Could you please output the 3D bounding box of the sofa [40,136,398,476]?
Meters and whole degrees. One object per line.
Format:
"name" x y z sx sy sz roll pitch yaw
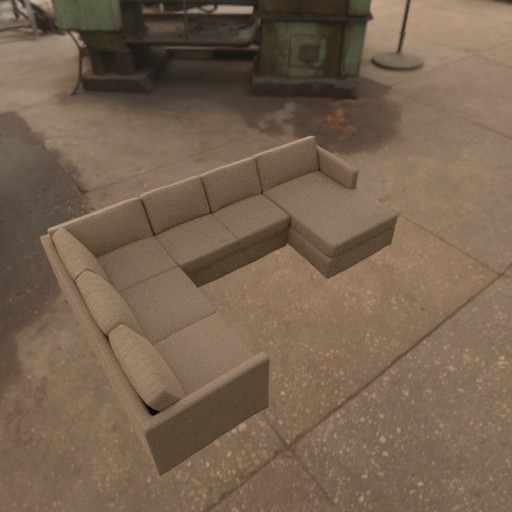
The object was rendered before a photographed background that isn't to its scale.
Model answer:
"sofa" 0.000 0.000 4.471 3.460 0.882 2.427 -25 48 -25
